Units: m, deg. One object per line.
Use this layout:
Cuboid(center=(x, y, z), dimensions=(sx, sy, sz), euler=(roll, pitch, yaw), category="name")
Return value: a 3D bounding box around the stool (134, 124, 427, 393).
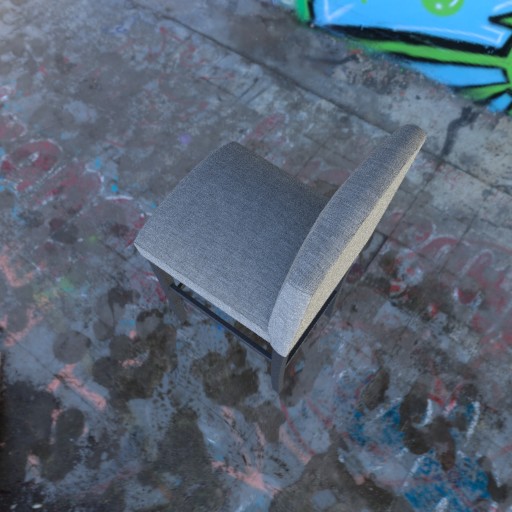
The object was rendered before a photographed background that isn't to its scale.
Cuboid(center=(0.000, 0.000, 1.362), dimensions=(0.552, 1.138, 0.451), euler=(33, 68, 15), category="stool")
